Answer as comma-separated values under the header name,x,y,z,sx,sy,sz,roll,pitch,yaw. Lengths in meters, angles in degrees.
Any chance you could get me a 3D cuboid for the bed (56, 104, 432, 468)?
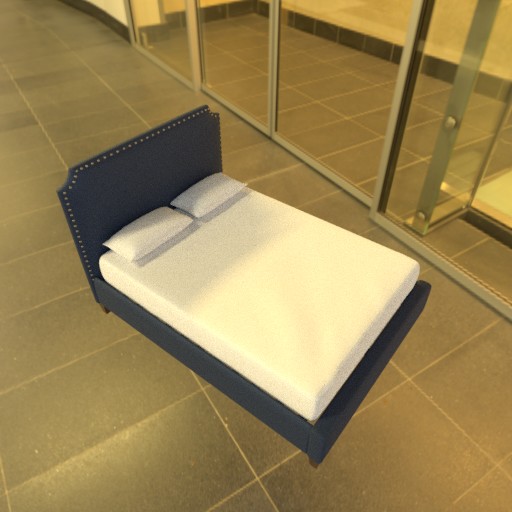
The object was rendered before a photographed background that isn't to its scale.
name,x,y,z,sx,sy,sz,roll,pitch,yaw
bed,0.000,0.000,3.517,2.372,1.443,1.712,27,48,28
